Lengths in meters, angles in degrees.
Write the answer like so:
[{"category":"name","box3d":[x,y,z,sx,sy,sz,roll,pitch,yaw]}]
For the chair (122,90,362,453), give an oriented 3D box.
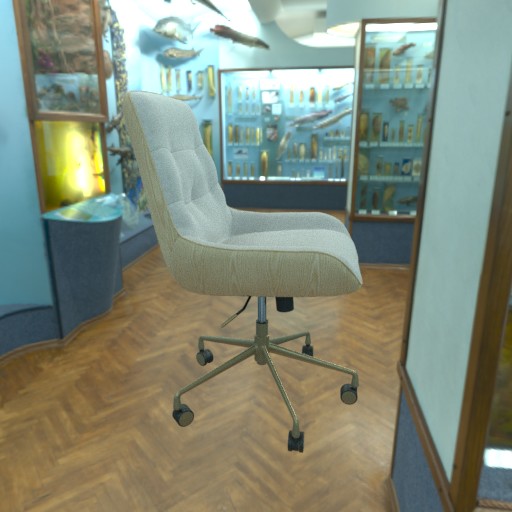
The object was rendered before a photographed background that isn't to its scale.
[{"category":"chair","box3d":[0.000,0.000,1.359,0.668,0.952,0.564,3,16,9]}]
